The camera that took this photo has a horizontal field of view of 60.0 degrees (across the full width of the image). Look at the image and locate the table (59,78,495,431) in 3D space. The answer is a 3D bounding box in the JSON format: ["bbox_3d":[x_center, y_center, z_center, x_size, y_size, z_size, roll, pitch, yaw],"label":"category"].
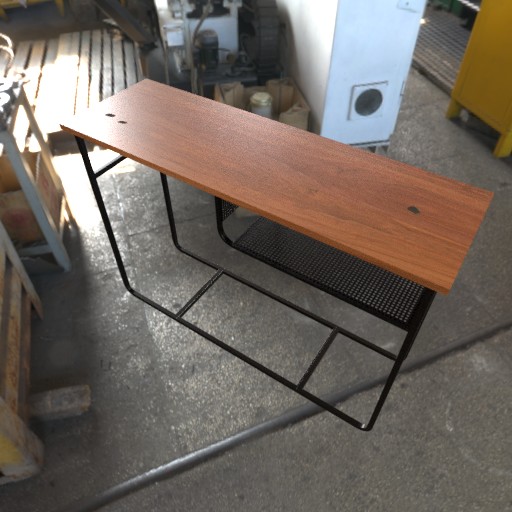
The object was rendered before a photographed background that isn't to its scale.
[{"bbox_3d":[0.000,0.000,1.410,1.100,0.750,0.350,25,51,23],"label":"table"}]
